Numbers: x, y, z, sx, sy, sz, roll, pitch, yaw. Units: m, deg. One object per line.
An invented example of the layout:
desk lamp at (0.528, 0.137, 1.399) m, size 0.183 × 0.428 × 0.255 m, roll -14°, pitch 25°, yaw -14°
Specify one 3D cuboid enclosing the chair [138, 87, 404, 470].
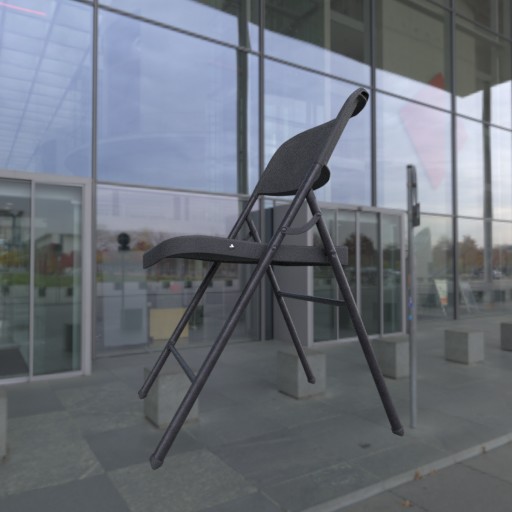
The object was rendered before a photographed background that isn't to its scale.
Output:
chair at (0.000, 0.000, 1.147) m, size 0.567 × 0.810 × 0.494 m, roll 0°, pitch -2°, yaw -17°
